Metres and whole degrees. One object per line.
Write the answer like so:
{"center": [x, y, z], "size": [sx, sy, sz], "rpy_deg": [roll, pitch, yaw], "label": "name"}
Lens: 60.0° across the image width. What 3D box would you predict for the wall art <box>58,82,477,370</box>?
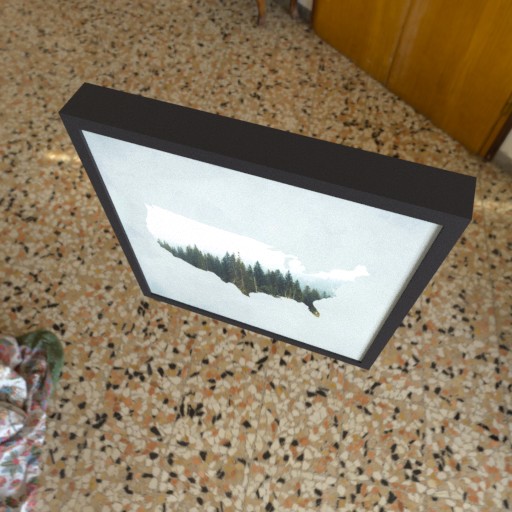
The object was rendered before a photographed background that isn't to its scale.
{"center": [0.000, 0.000, 0.446], "size": [0.304, 0.304, 0.038], "rpy_deg": [17, 59, 10], "label": "wall art"}
